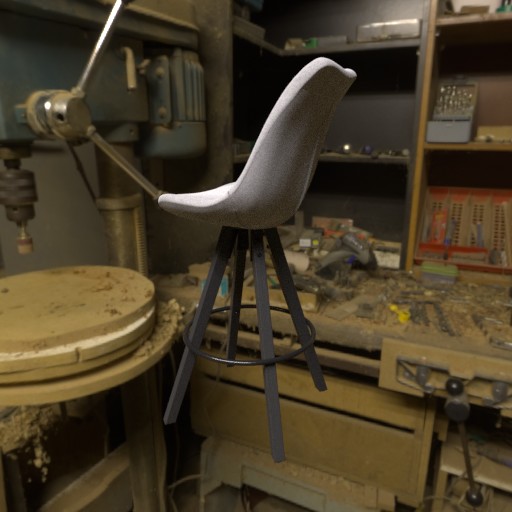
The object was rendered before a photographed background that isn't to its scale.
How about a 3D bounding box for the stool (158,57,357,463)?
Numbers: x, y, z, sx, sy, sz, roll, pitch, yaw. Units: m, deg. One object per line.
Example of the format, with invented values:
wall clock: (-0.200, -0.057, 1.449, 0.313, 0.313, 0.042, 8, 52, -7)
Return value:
stool: (0.000, 0.000, 1.427, 0.550, 1.115, 0.485, 8, 17, 25)
